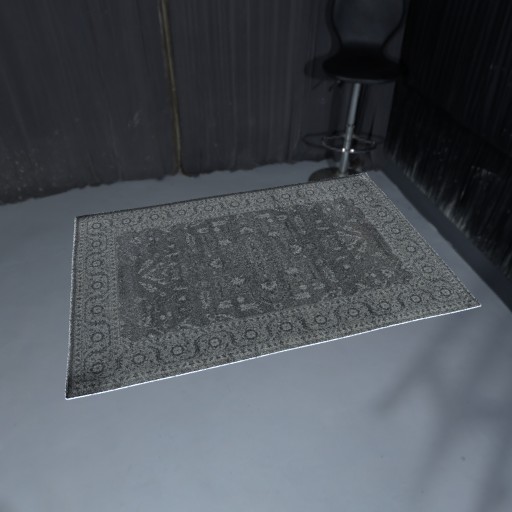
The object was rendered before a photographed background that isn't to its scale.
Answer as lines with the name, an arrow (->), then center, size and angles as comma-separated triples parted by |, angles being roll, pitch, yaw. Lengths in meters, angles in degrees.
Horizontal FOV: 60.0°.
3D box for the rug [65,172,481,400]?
rug -> 0.000, 0.000, 2.288 | 1.828, 0.019, 1.209 | -10, 43, -11
